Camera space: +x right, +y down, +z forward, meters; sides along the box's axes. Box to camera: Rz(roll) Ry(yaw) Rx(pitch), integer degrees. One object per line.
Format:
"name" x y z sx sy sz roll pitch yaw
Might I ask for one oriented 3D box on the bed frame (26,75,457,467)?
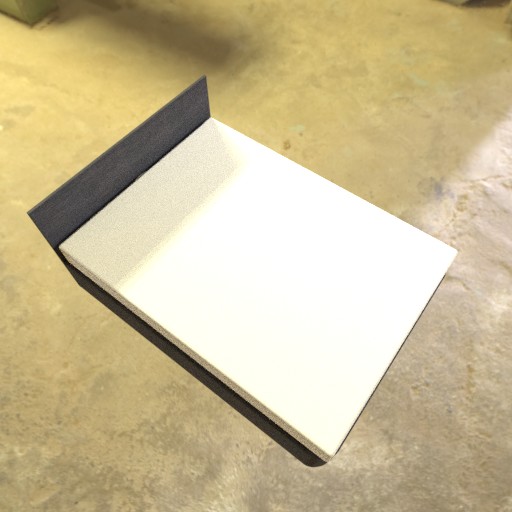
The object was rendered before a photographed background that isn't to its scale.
"bed frame" 0.000 0.000 2.609 1.900 0.800 1.400 33 64 19
